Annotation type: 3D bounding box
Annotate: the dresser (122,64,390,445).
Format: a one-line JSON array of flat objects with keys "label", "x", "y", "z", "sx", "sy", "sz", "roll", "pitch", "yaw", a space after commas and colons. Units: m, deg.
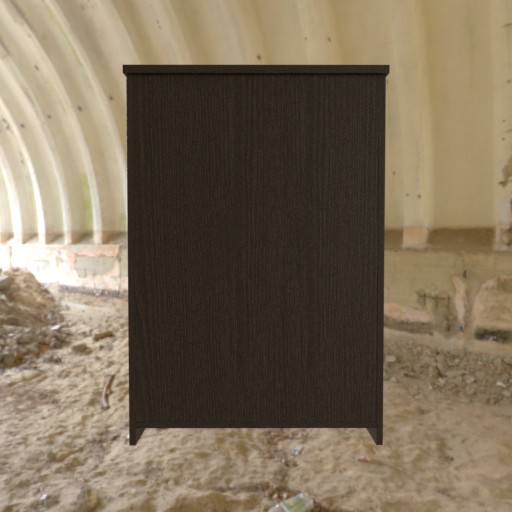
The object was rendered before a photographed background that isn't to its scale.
[{"label": "dresser", "x": 0.000, "y": 0.000, "z": 1.381, "sx": 0.704, "sy": 1.020, "sz": 0.399, "roll": 0, "pitch": 2, "yaw": 0}]
